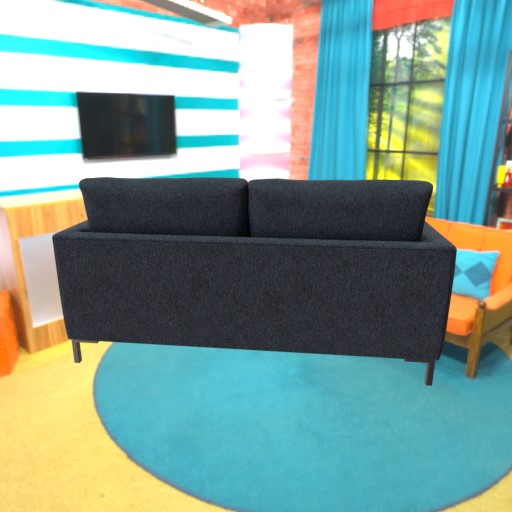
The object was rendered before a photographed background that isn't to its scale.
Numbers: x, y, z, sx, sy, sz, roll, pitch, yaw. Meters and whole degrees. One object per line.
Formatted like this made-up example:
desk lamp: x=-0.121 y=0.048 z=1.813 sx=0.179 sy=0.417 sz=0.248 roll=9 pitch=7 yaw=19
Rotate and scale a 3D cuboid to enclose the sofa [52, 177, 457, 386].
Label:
sofa: x=0.000 y=0.000 z=2.279 sx=1.716 sy=0.862 sz=0.866 roll=2 pitch=17 yaw=6
